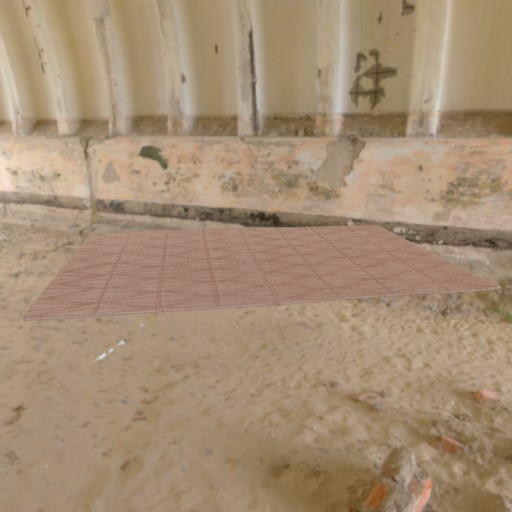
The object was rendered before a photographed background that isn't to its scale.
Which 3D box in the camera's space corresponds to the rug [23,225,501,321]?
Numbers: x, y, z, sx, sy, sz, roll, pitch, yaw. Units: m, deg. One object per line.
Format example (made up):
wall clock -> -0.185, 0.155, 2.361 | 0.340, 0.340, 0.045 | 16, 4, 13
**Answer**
rug -> 0.000, 0.000, 2.239 | 1.837, 0.025, 1.230 | -3, 17, -9
